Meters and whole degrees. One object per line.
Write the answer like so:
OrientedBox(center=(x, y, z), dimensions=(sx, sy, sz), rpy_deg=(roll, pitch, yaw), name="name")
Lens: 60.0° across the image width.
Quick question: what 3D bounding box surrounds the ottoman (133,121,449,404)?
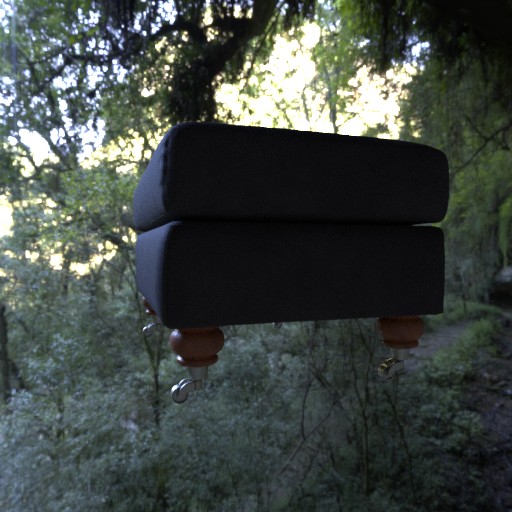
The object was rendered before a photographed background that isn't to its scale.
OrientedBox(center=(0.000, 0.000, 1.124), dimensions=(0.574, 0.497, 0.773), rpy_deg=(0, 1, -19), name="ottoman")
